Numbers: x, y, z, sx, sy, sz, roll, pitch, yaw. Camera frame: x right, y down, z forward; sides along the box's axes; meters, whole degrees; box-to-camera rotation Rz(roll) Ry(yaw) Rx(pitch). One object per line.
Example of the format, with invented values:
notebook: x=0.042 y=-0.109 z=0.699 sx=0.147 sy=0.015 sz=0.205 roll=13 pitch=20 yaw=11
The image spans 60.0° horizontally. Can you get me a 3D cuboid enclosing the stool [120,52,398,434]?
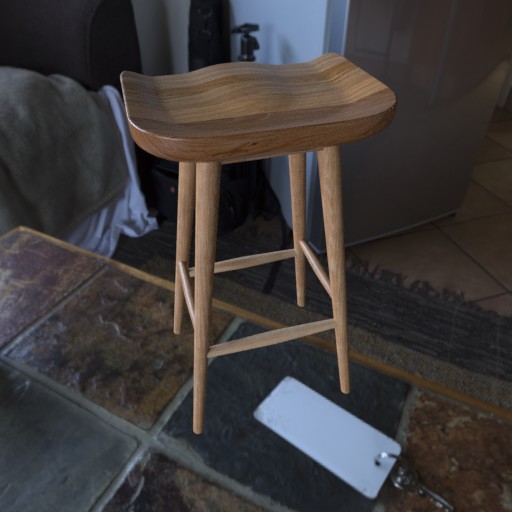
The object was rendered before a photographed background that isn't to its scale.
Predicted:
stool: x=0.000 y=0.000 z=0.926 sx=0.407 sy=0.698 sz=0.322 roll=-11 pitch=41 yaw=-13
